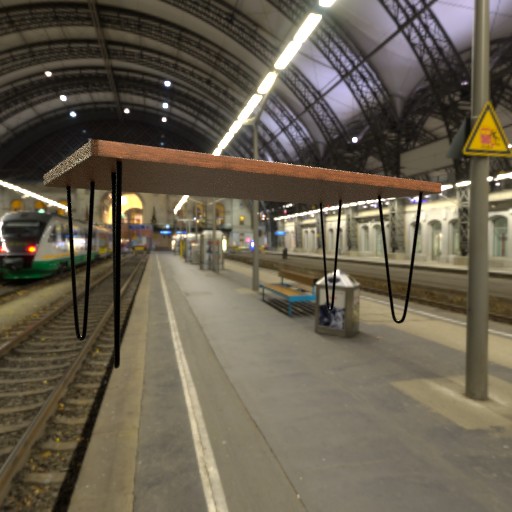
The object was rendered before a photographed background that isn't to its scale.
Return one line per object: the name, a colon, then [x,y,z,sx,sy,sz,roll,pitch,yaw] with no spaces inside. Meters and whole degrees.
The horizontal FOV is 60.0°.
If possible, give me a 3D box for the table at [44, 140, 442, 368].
table: [0.000,0.000,2.207,1.791,0.753,0.883,-1,2,-34]
